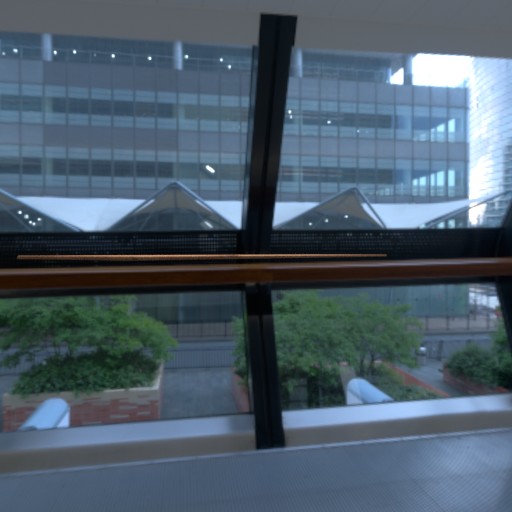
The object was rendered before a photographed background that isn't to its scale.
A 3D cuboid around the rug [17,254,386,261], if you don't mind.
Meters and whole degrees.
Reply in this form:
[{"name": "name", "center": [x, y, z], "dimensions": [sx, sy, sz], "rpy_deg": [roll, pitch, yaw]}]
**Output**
[{"name": "rug", "center": [0.000, 0.000, 2.651], "dimensions": [0.764, 0.017, 2.439], "rpy_deg": [0, 0, 35]}]
